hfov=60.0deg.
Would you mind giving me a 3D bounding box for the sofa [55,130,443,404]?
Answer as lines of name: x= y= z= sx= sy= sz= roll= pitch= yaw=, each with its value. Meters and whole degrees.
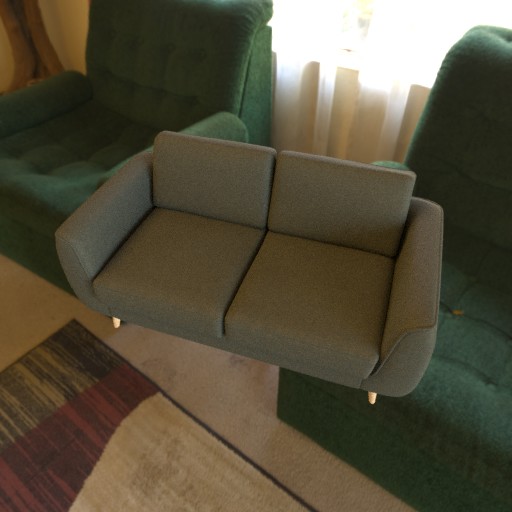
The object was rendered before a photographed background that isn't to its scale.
sofa: x=0.000 y=0.000 z=2.218 sx=1.700 sy=0.850 sz=0.920 roll=13 pitch=44 yaw=14
